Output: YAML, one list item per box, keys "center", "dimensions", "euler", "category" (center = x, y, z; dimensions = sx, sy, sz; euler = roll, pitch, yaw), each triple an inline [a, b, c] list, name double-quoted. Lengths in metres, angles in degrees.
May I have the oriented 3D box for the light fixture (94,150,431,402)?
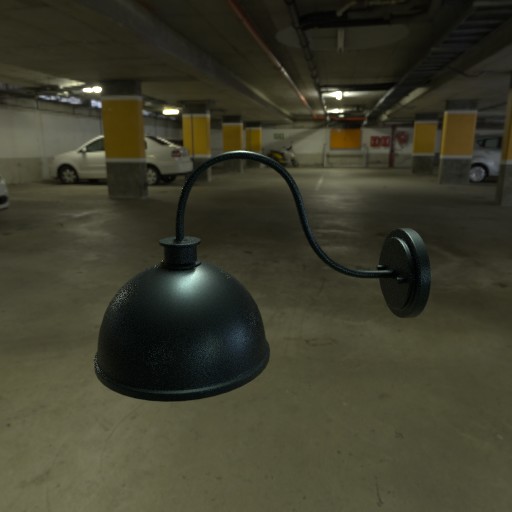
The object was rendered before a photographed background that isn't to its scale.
- center: [0.000, 0.000, 0.637]
  dimensions: [0.467, 0.295, 0.253]
  euler: [-2, 14, -8]
  category: "light fixture"
